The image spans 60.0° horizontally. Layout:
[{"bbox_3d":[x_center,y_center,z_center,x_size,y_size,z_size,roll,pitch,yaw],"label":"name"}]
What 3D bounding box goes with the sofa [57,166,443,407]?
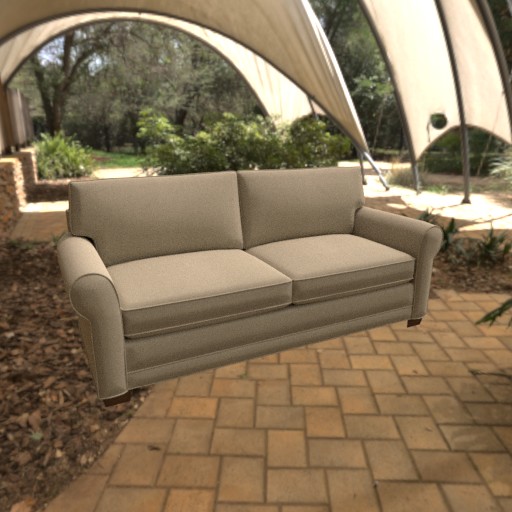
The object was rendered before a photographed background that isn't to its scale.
[{"bbox_3d":[0.000,0.000,2.655,2.146,0.962,0.901,-8,18,-25],"label":"sofa"}]
